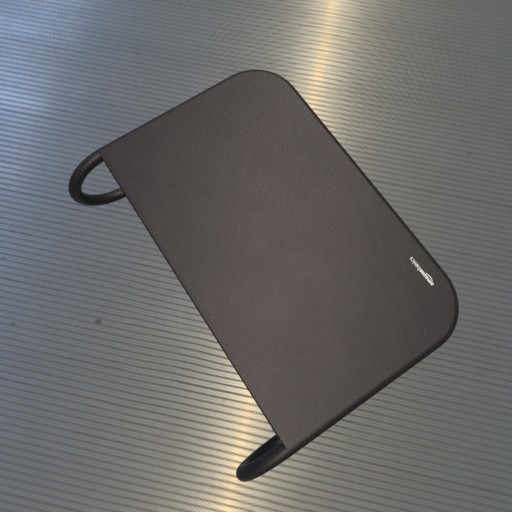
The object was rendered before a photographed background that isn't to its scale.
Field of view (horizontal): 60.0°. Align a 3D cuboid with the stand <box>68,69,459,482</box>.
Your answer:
[{"bbox_3d":[0.000,0.000,0.498,0.280,0.108,0.370,-32,76,-9],"label":"stand"}]
